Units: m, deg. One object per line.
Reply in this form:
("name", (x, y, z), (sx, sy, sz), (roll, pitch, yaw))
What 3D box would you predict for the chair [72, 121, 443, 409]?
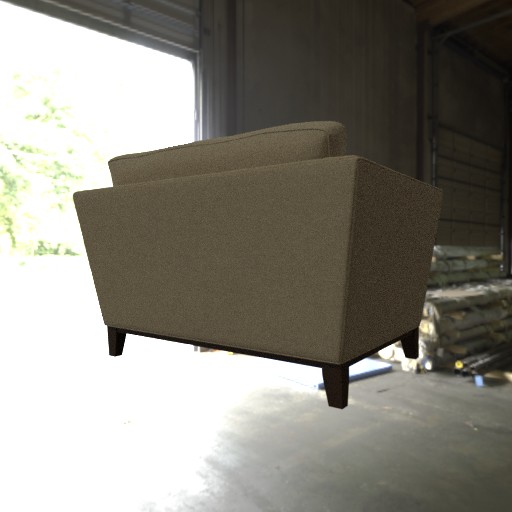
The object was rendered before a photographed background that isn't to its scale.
("chair", (0.000, 0.000, 2.020), (1.397, 0.940, 0.965), (1, 1, 36))
